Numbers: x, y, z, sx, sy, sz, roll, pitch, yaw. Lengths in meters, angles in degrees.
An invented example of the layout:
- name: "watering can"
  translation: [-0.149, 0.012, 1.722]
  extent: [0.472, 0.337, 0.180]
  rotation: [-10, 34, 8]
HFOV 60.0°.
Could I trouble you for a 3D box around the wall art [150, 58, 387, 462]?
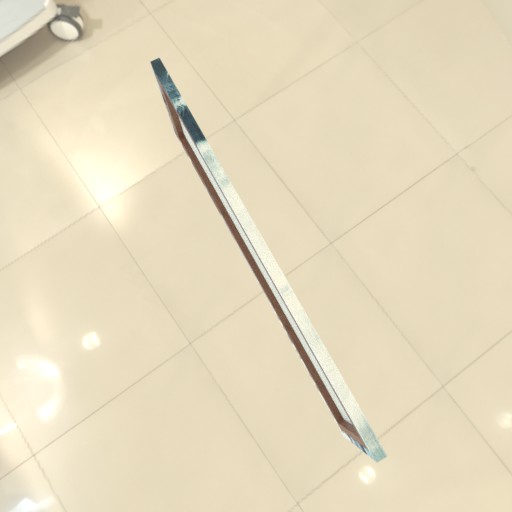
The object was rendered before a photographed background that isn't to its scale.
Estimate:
- name: "wall art"
  translation: [0.000, 0.000, 1.687]
  extent: [0.037, 0.509, 1.524]
  rotation: [-28, 78, -7]
